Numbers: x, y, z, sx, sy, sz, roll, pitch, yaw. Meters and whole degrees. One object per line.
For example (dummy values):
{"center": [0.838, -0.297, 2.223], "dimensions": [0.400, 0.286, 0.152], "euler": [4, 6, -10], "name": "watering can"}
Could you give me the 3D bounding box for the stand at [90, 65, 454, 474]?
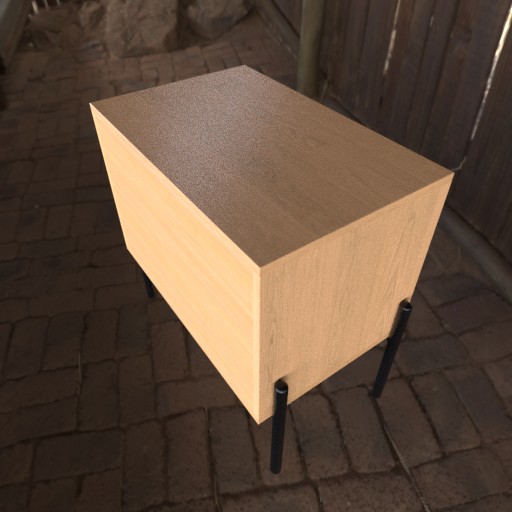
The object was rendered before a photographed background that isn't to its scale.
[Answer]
{"center": [0.000, 0.000, 0.993], "dimensions": [0.400, 0.600, 0.630], "euler": [-25, 48, -25], "name": "stand"}
